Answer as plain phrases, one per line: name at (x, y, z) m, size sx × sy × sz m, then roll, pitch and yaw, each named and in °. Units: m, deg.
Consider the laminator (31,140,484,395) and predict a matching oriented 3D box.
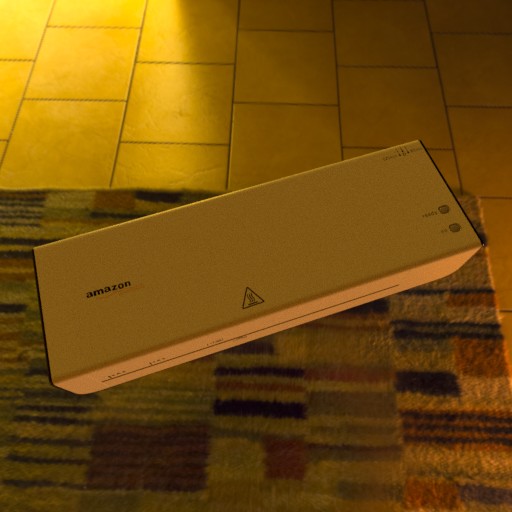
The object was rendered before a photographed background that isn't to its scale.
laminator at (0.000, 0.000, 0.379) m, size 0.340 × 0.062 × 0.123 m, roll -17°, pitch 66°, yaw -8°
